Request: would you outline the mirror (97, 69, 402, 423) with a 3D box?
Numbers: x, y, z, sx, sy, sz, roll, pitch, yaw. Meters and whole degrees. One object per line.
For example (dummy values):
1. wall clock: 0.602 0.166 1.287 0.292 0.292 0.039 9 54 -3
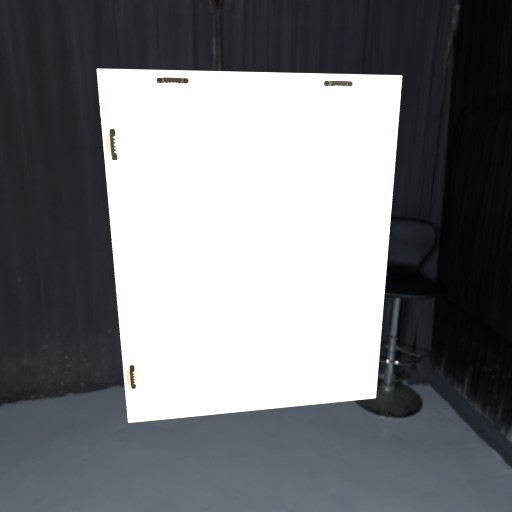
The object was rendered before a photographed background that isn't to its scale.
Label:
1. mirror: 0.000 0.000 0.664 0.406 0.509 0.041 -3 16 -9
